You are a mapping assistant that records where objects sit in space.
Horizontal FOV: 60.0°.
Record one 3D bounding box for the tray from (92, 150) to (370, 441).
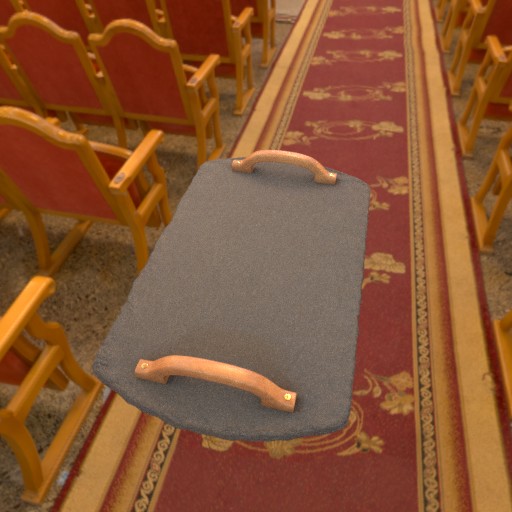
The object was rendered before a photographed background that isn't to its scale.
[{"bbox_3d":[0.000,0.000,0.476,0.231,0.062,0.387,10,47,9],"label":"tray"}]
